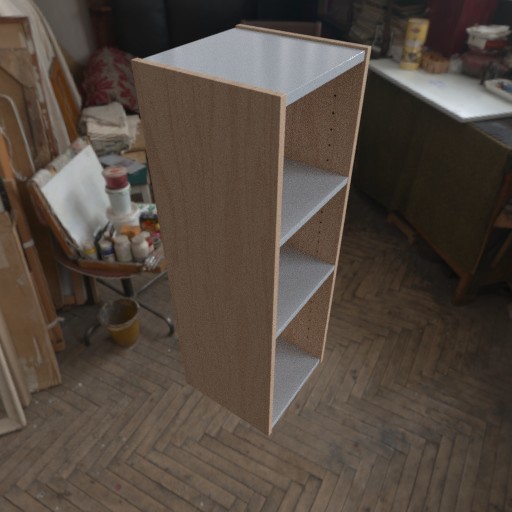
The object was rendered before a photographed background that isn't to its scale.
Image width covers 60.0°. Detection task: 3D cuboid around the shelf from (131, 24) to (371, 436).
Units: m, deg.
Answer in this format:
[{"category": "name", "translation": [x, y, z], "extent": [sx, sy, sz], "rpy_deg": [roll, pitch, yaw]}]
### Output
[{"category": "shelf", "translation": [0.000, 0.000, 1.042], "extent": [0.290, 0.900, 0.300], "rpy_deg": [24, 45, 26]}]
